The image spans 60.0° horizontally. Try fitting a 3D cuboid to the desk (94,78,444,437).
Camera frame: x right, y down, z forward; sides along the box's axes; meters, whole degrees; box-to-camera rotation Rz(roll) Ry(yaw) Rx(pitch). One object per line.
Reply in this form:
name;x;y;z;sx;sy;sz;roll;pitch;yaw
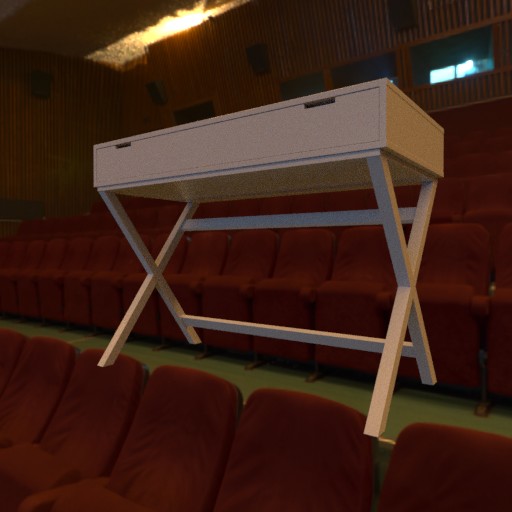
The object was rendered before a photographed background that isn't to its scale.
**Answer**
desk;0.000;0.000;1.470;1.059;0.780;0.509;1;1;36
